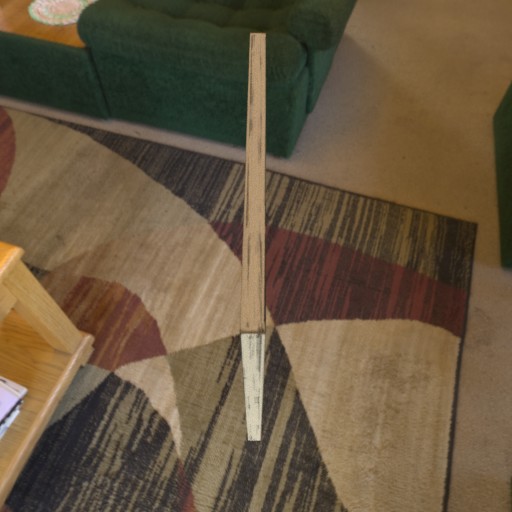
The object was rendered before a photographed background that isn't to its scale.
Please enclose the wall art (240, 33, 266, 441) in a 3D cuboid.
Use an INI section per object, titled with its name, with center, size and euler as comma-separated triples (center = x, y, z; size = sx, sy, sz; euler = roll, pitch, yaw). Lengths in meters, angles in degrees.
[wall art]
center = 0.000, 0.000, 1.155
size = 0.037, 0.761, 0.761
euler = 1, 57, 0
